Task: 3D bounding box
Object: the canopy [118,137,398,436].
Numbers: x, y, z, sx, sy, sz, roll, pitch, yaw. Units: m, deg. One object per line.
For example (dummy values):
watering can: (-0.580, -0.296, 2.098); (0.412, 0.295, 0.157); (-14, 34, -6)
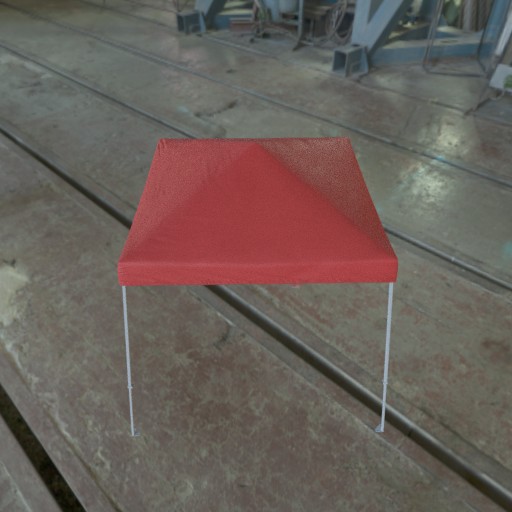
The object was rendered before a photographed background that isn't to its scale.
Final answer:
canopy: (0.000, 0.000, 6.533); (3.599, 3.600, 3.600); (-1, 40, -1)
